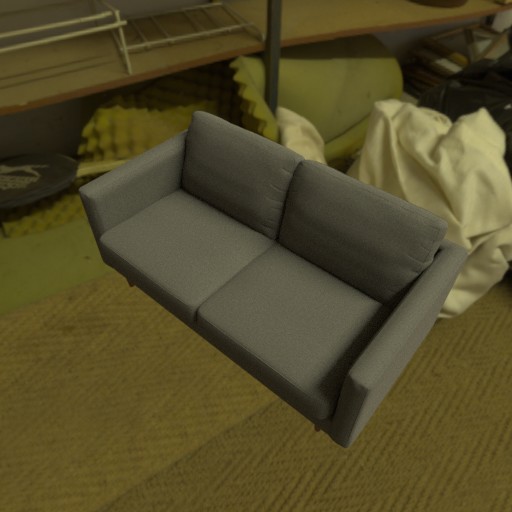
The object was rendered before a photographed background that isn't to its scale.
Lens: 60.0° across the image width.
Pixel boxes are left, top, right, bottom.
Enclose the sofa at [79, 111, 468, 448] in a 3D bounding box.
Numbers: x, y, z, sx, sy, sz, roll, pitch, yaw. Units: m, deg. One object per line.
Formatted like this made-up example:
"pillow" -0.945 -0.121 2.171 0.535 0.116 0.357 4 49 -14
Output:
"sofa" 0.000 0.000 2.269 1.713 0.866 0.940 31 54 27
